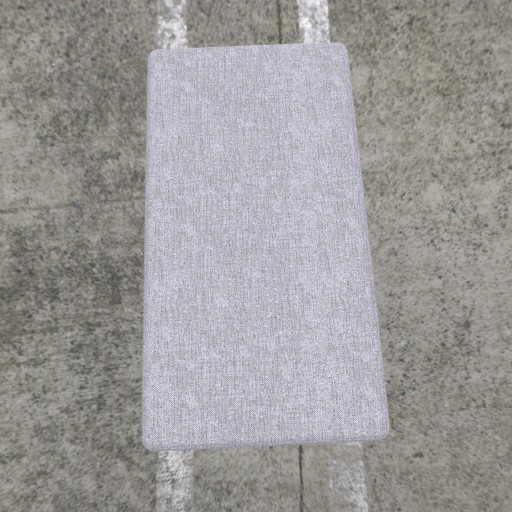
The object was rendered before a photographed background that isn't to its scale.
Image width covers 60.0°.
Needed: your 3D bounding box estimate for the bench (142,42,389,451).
[{"bbox_3d":[0.000,0.000,0.935,0.366,0.467,0.681,-3,76,-1],"label":"bench"}]
